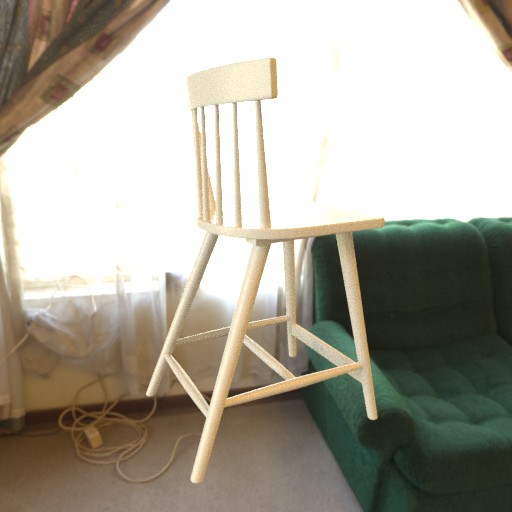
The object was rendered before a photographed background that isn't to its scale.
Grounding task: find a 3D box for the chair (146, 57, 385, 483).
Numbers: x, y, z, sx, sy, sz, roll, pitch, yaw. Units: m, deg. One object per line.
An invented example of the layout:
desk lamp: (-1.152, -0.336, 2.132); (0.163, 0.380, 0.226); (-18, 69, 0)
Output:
chair: (0.000, 0.000, 1.245); (0.572, 0.952, 0.483); (-8, 17, -27)
